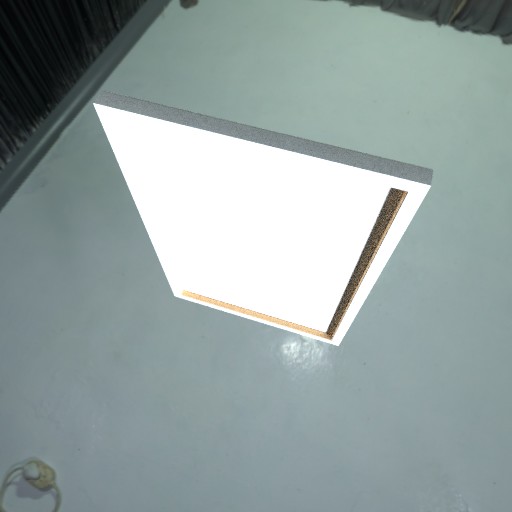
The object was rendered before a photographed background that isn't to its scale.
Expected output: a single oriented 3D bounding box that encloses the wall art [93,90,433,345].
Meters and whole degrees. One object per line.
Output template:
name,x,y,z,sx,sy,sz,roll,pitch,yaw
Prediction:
wall art,0.000,0.000,1.174,0.607,0.912,0.038,16,64,8
